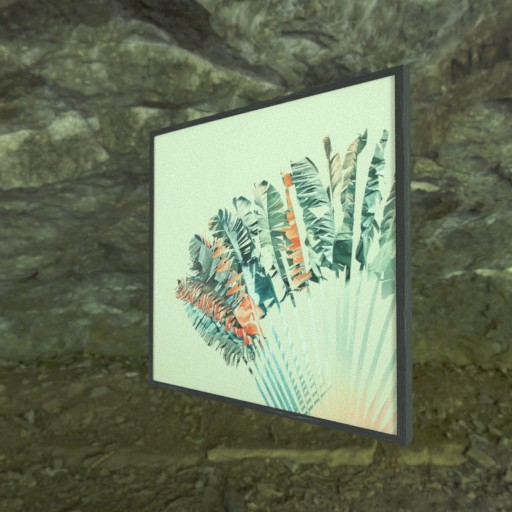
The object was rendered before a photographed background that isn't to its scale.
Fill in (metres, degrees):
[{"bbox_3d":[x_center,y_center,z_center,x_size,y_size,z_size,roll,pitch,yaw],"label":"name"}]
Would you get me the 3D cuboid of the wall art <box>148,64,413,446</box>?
[{"bbox_3d":[0.000,0.000,1.122,0.762,0.758,0.043,-1,-1,36],"label":"wall art"}]
